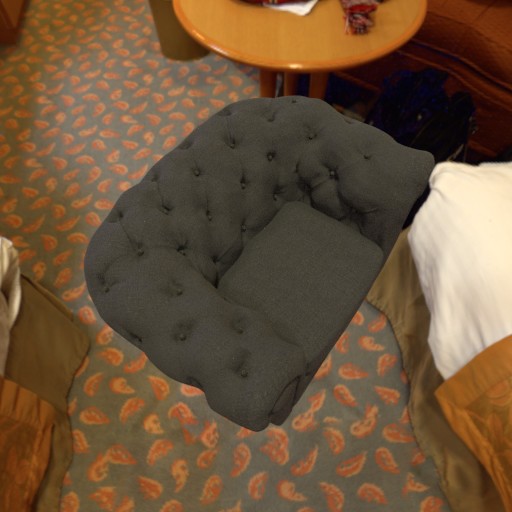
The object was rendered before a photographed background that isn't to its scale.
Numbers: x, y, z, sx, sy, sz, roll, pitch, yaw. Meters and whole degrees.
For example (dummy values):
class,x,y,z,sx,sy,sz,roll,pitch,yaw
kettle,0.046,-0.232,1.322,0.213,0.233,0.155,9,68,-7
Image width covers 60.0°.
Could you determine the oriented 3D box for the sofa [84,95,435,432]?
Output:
class,x,y,z,sx,sy,sz,roll,pitch,yaw
sofa,0.000,0.000,2.060,1.032,0.878,1.405,31,63,18
